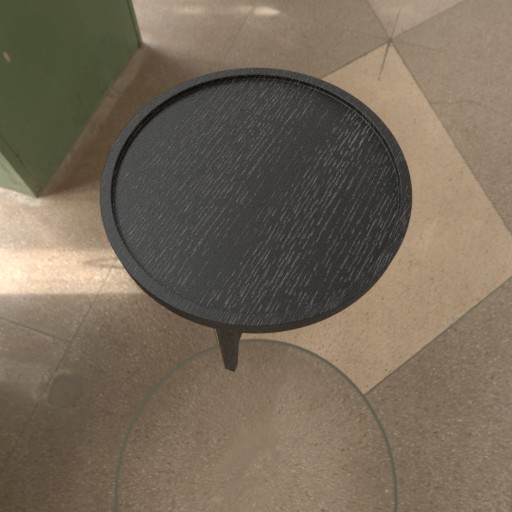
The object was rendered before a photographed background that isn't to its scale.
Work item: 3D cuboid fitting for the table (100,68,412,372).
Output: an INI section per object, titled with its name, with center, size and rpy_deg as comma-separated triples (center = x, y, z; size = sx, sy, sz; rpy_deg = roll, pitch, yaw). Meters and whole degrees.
[table]
center = 0.000, 0.000, 0.778
size = 0.399, 0.460, 0.399
rpy_deg = 0, 64, 0
